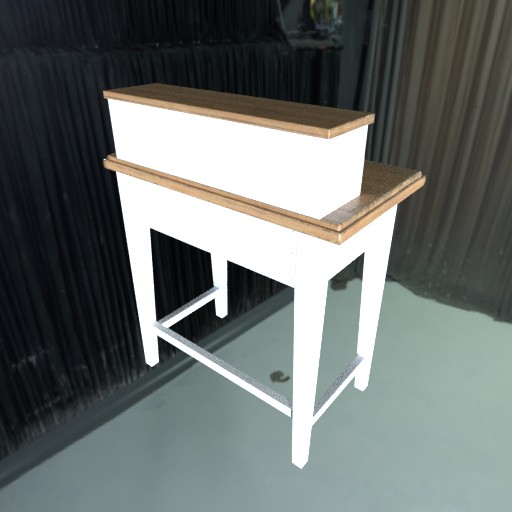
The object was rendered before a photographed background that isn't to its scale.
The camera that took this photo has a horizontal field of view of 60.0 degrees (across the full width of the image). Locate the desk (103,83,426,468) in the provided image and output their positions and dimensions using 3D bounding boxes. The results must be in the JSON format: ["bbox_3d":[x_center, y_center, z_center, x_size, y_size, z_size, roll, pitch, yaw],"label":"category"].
[{"bbox_3d":[0.000,0.000,1.410,0.814,0.981,0.462,21,36,33],"label":"desk"}]
